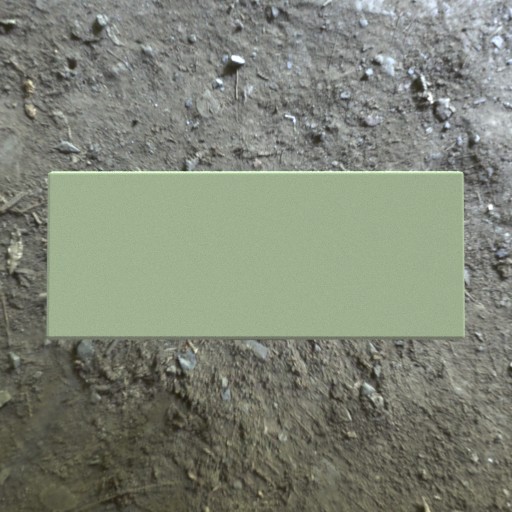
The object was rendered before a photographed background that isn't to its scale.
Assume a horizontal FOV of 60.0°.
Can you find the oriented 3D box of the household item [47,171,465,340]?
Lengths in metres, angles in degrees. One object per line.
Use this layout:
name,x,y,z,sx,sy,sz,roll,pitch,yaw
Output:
household item,0.000,0.000,2.136,1.905,0.356,0.787,0,89,0
